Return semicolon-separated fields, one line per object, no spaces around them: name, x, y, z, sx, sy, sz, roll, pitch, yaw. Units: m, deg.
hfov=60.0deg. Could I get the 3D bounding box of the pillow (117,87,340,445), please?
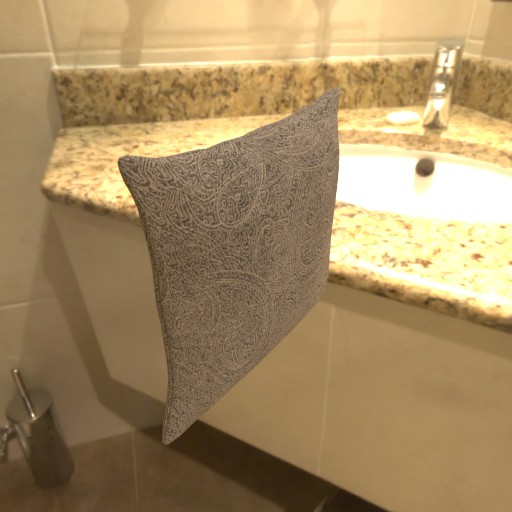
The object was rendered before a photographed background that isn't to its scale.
pillow;0.000;0.000;0.801;0.166;0.510;0.523;21;37;31
